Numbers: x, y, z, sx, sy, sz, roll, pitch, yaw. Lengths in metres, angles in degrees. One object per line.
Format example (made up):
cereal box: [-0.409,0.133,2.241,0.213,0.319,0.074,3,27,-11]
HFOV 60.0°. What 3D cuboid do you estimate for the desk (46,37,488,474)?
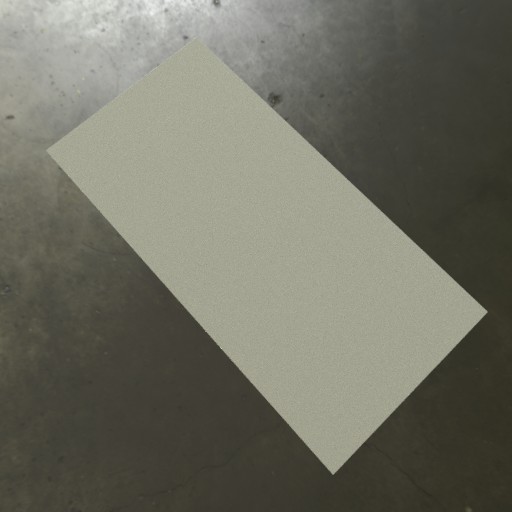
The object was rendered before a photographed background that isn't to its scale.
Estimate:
desk: [0.000,0.000,1.821,0.690,0.740,1.400,-42,79,-10]
